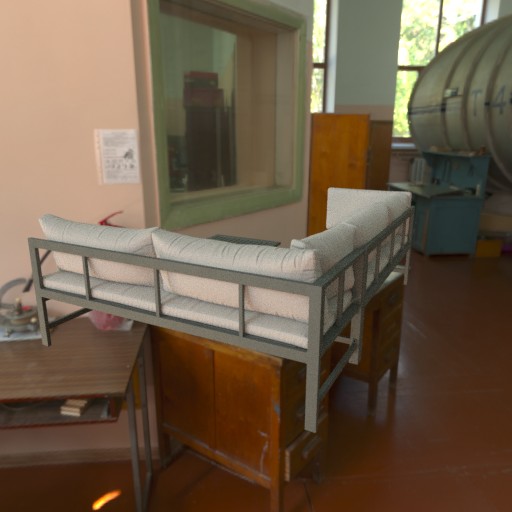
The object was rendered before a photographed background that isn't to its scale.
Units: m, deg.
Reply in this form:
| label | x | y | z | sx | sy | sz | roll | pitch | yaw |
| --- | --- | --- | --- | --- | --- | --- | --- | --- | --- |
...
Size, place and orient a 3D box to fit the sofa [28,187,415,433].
| label | x | y | z | sx | sy | sz | roll | pitch | yaw |
| --- | --- | --- | --- | --- | --- | --- | --- | --- | --- |
| sofa | 0.000 | 0.000 | 2.953 | 1.658 | 0.758 | 2.096 | 8 | 18 | 27 |
